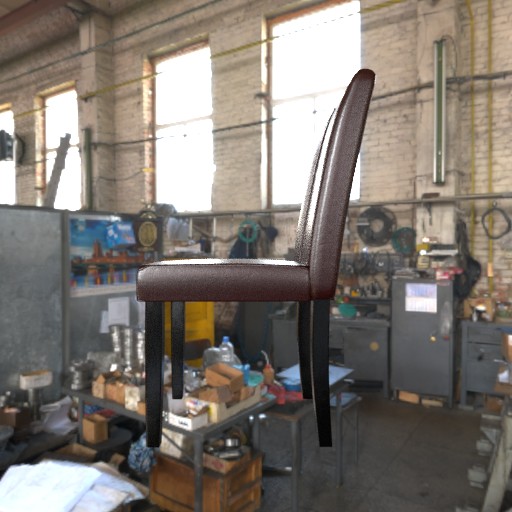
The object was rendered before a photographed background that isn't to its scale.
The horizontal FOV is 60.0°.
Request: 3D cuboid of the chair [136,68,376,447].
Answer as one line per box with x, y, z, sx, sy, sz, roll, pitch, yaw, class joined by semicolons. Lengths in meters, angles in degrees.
0.000;0.000;1.218;0.556;0.897;0.399;0;1;0;chair
